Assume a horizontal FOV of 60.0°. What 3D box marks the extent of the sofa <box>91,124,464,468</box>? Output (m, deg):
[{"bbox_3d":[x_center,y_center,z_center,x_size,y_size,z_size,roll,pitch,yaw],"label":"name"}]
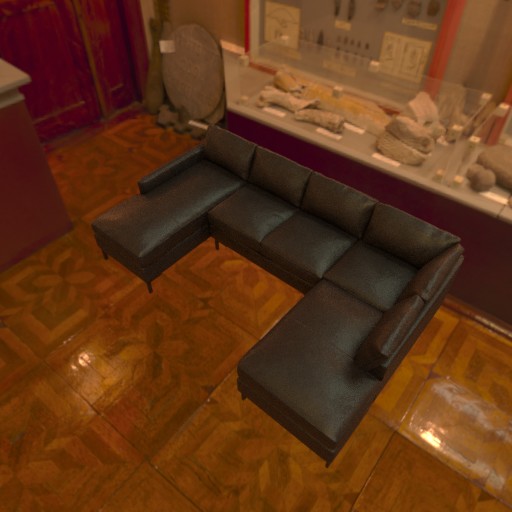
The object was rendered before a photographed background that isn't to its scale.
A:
[{"bbox_3d":[0.000,0.000,3.944,2.956,0.900,1.939,31,53,27],"label":"sofa"}]
